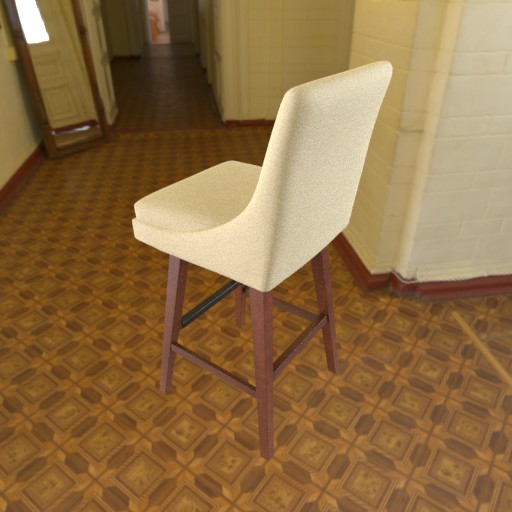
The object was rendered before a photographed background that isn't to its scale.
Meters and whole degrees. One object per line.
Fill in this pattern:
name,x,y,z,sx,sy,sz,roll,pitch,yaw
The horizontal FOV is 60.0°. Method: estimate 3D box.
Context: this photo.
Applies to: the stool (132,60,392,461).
stool,0.000,0.000,1.342,0.559,1.097,0.470,21,37,30
